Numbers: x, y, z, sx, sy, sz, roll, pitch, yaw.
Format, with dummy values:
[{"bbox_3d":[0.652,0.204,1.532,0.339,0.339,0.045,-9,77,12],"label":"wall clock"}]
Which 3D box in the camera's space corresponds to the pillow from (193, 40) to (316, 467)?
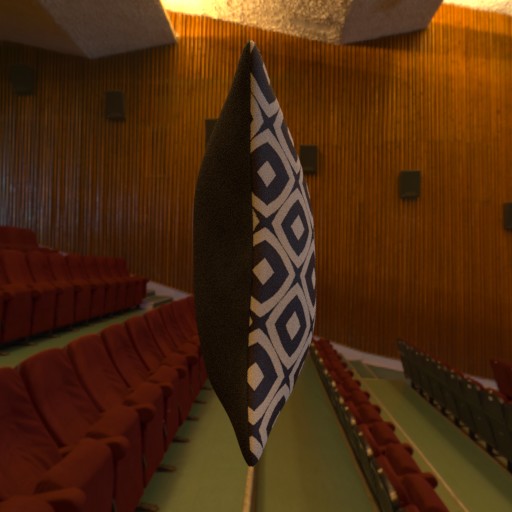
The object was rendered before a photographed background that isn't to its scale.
[{"bbox_3d":[0.000,0.000,0.760,0.188,0.494,0.504,0,-2,1],"label":"pillow"}]
